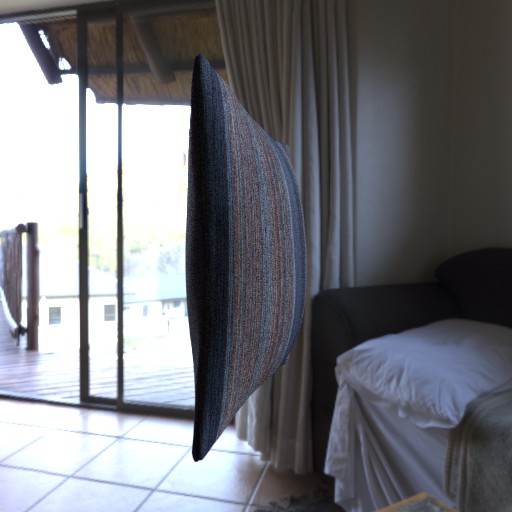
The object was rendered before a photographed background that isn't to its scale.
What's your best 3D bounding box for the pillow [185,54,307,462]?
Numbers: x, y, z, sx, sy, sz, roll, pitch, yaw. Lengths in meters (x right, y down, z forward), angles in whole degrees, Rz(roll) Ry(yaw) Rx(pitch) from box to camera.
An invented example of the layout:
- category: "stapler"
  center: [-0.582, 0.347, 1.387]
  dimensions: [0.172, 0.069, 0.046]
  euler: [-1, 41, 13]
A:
- category: "pillow"
  center: [0.000, 0.000, 0.652]
  dimensions: [0.136, 0.419, 0.437]
  euler: [0, 1, 16]
